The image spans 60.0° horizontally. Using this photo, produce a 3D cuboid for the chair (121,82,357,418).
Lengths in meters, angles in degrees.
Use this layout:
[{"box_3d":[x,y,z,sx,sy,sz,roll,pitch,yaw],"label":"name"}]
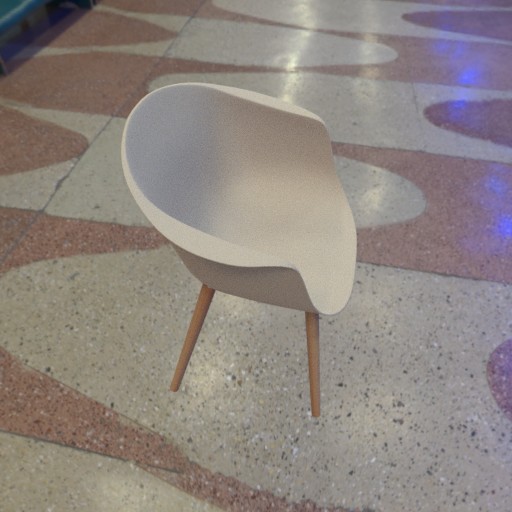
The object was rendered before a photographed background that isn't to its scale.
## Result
[{"box_3d":[0.000,0.000,1.152,0.504,0.781,0.593,9,47,8],"label":"chair"}]
